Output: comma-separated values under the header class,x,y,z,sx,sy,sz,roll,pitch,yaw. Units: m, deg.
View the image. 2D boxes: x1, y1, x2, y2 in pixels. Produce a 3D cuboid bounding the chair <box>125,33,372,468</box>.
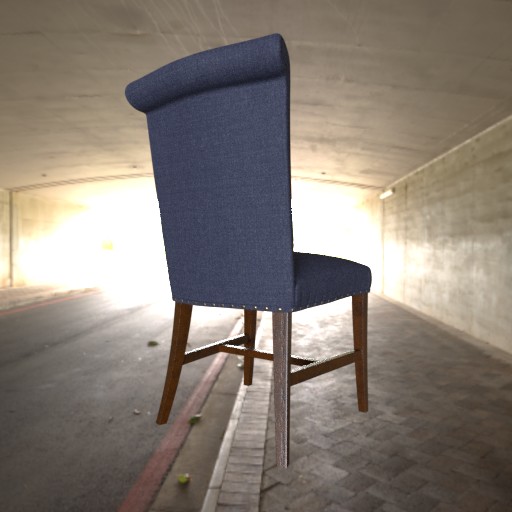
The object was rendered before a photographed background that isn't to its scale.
class,x,y,z,sx,sy,sz,roll,pitch,yaw
chair,0.000,0.000,1.318,0.513,0.988,0.608,1,1,36
